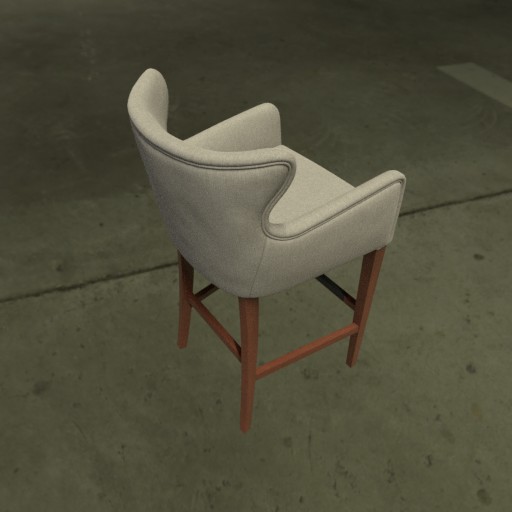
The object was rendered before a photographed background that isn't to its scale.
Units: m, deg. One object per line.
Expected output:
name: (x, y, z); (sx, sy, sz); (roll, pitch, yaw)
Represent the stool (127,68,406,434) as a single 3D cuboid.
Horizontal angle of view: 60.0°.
stool: (0.000, 0.000, 1.381); (0.575, 1.047, 0.575); (-26, 48, -26)
